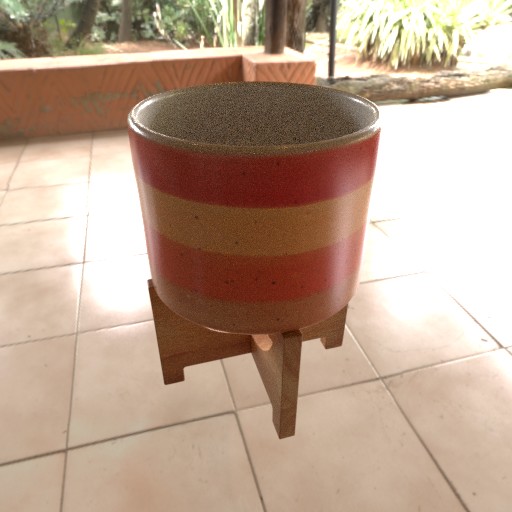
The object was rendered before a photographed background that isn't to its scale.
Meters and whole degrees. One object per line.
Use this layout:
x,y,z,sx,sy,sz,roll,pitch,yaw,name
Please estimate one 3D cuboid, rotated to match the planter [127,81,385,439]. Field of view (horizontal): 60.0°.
0.000,0.000,0.407,0.199,0.268,0.199,0,33,0,planter
